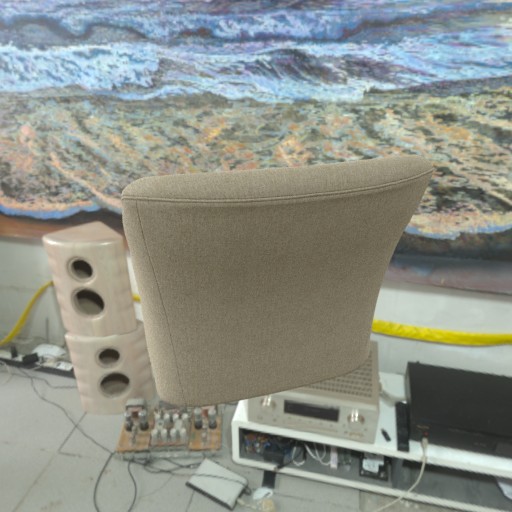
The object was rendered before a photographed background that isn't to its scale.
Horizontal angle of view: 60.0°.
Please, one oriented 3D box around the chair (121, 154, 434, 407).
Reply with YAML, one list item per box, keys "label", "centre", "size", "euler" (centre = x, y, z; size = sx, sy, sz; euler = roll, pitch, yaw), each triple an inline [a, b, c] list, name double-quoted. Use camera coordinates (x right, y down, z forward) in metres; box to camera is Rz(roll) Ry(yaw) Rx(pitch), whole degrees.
- label: "chair"
  centre: [0.000, 0.000, 1.578]
  size: [0.864, 0.856, 0.923]
  euler: [-8, 28, -15]
